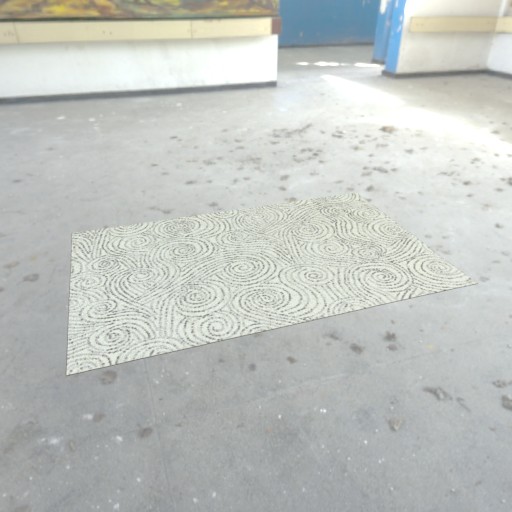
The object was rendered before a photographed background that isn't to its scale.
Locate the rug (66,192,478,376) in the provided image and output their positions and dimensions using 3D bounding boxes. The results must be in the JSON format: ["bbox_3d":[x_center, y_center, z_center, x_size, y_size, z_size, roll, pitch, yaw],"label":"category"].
[{"bbox_3d":[0.000,0.000,3.075,2.439,0.005,1.524,-10,33,-16],"label":"rug"}]
